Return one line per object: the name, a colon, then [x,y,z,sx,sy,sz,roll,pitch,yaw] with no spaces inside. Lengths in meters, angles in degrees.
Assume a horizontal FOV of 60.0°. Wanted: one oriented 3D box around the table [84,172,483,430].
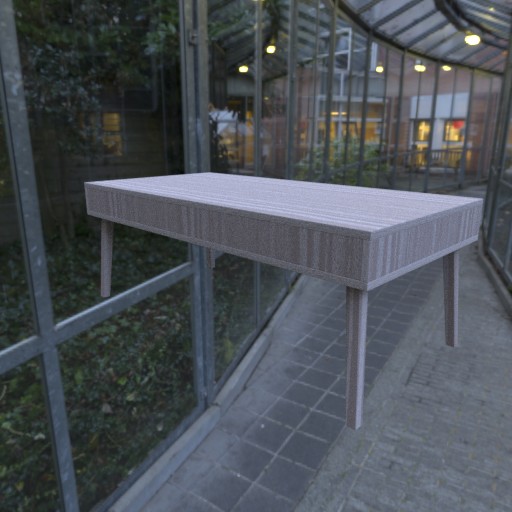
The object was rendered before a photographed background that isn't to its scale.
table: [0.000,0.000,1.503,1.200,0.450,0.600,15,21,43]
